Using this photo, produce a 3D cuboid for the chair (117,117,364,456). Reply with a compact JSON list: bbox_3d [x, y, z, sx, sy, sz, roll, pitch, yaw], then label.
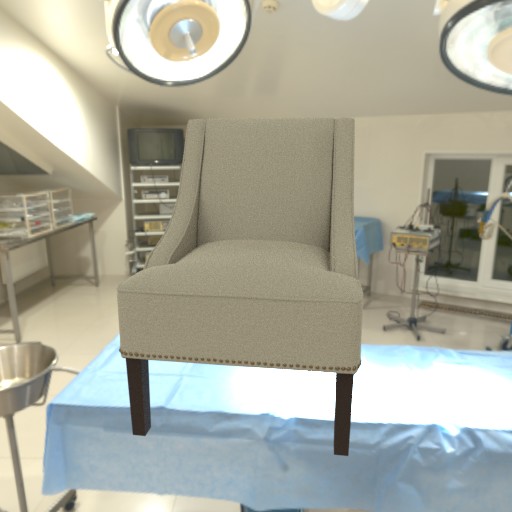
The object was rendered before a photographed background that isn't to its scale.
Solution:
[{"bbox_3d":[0.000,0.000,1.375,0.610,0.864,0.737,2,13,8],"label":"chair"}]
